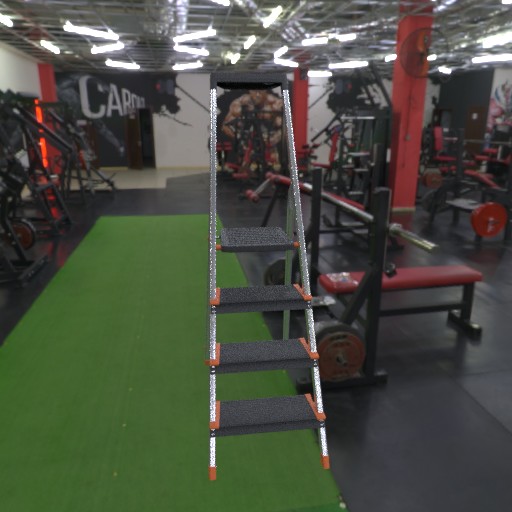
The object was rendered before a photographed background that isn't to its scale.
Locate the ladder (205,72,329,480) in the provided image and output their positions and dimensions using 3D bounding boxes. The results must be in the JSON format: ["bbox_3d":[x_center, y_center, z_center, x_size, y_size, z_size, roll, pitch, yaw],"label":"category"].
[{"bbox_3d":[0.000,0.000,1.815,0.452,1.429,0.834,-2,17,-7],"label":"ladder"}]
